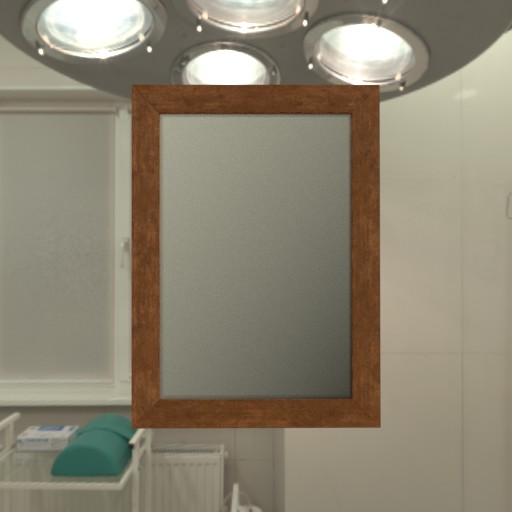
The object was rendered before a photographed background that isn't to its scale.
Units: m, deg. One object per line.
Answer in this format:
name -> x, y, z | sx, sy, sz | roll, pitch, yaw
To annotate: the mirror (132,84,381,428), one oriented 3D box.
mirror -> 0.000, 0.000, 1.429 | 0.796, 1.099, 0.028 | 0, 0, 0
